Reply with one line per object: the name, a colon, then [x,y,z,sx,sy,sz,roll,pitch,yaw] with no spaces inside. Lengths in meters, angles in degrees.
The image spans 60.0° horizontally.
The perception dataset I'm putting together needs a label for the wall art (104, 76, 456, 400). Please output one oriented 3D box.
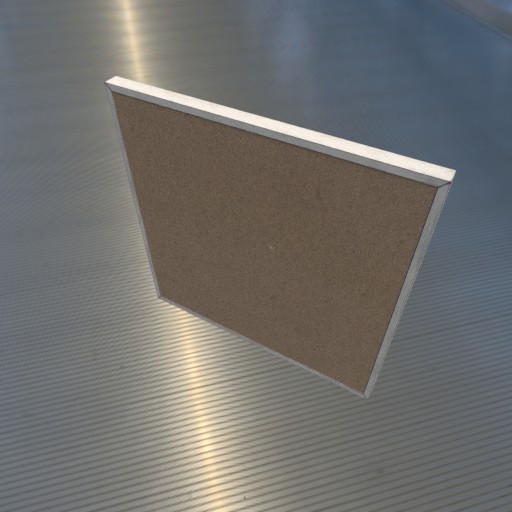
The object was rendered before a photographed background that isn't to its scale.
wall art: [0.000,0.000,1.145,0.762,0.762,0.038,22,49,20]
